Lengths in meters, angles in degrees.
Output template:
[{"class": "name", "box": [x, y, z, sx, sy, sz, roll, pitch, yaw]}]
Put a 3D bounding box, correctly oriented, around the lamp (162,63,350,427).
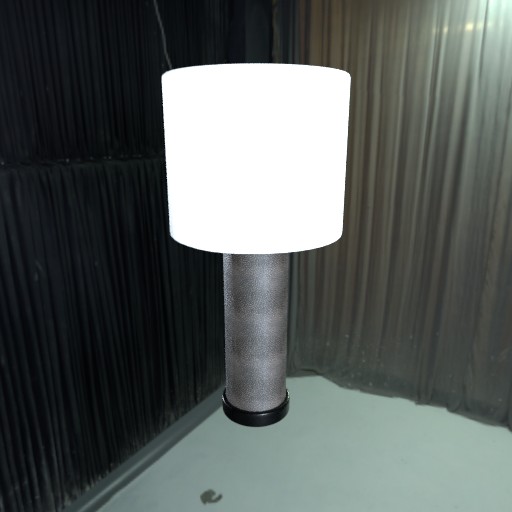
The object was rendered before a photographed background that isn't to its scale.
[{"class": "lamp", "box": [0.000, 0.000, 0.815, 0.305, 0.634, 0.305, 8, 18, 27]}]
